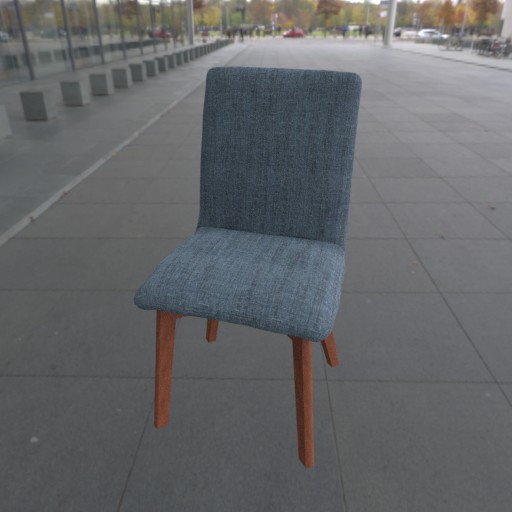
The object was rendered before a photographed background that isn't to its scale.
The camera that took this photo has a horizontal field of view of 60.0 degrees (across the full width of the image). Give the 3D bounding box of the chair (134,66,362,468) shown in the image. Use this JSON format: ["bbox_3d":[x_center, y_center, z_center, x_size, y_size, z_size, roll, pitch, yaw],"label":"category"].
[{"bbox_3d":[0.000,0.000,1.285,0.522,0.974,0.563,8,28,15],"label":"chair"}]
